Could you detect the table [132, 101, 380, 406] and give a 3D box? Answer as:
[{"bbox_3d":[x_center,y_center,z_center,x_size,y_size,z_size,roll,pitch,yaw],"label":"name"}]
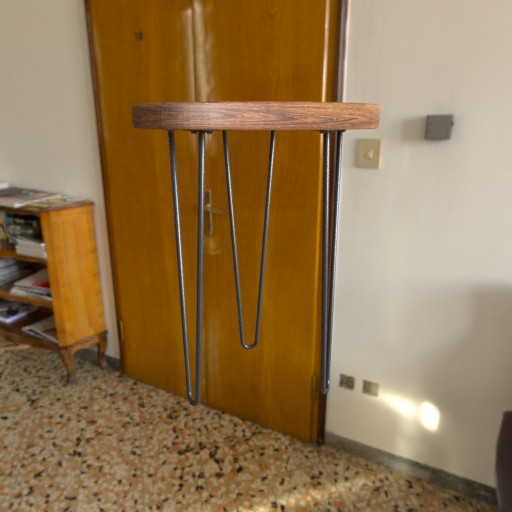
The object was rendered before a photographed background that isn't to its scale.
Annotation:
[{"bbox_3d":[0.000,0.000,0.811,0.400,0.520,0.400,0,17,0],"label":"table"}]
